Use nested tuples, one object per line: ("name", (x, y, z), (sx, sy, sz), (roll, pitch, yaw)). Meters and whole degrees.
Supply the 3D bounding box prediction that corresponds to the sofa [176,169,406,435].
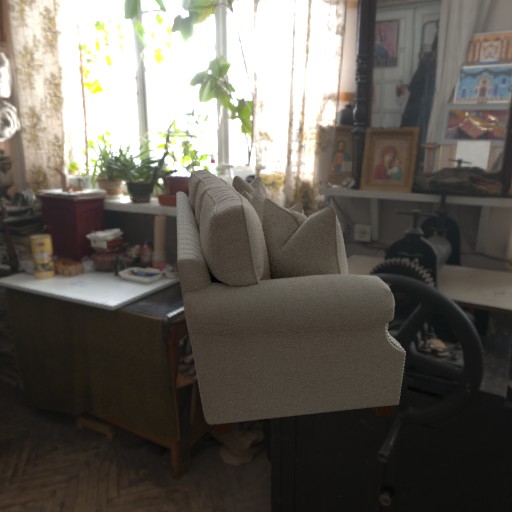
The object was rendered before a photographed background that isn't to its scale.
("sofa", (0.000, 0.000, 2.805), (0.965, 0.975, 2.312), (-3, 15, -10))
